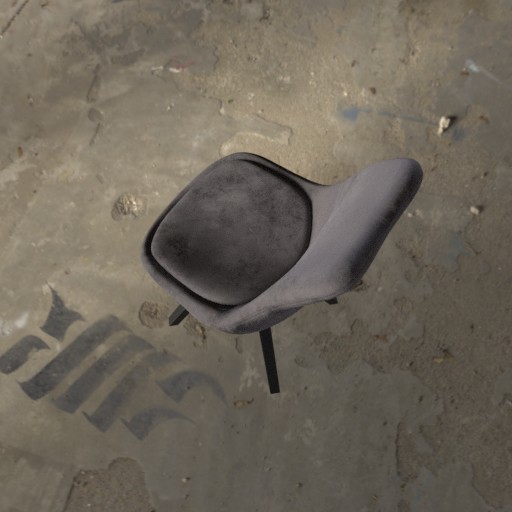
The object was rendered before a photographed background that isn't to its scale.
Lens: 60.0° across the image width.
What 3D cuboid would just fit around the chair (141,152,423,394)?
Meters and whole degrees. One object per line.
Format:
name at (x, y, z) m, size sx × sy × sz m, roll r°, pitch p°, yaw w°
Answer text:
chair at (0.000, 0.000, 1.166) m, size 0.550 × 0.850 × 0.476 m, roll 32°, pitch 68°, yaw 15°
